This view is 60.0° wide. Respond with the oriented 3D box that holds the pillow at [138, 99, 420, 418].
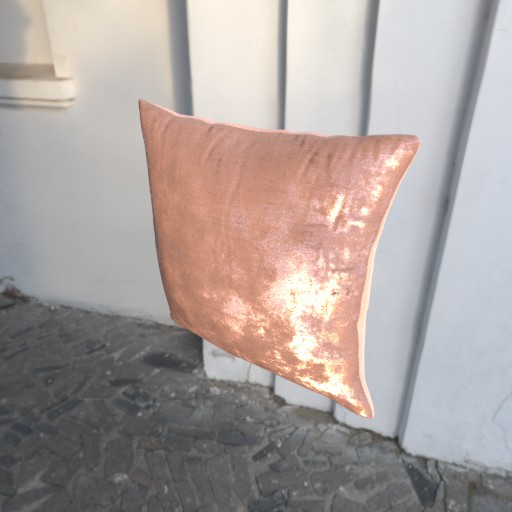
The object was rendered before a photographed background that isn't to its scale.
[{"bbox_3d":[0.000,0.000,0.739,0.470,0.464,0.175,18,33,30],"label":"pillow"}]
